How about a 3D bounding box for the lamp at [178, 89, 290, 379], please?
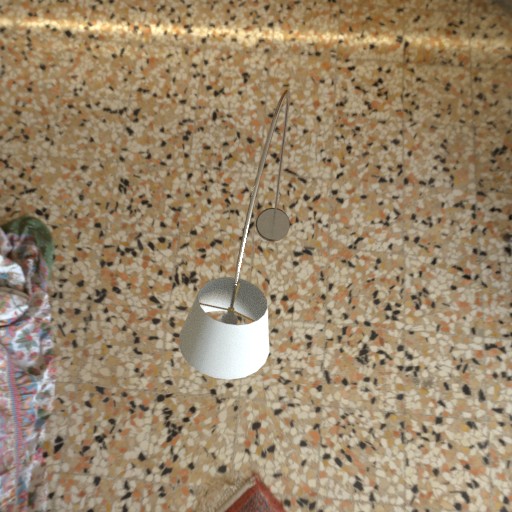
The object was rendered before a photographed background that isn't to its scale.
[{"bbox_3d":[0.000,0.000,2.664,0.406,2.098,1.445,14,75,4],"label":"lamp"}]
